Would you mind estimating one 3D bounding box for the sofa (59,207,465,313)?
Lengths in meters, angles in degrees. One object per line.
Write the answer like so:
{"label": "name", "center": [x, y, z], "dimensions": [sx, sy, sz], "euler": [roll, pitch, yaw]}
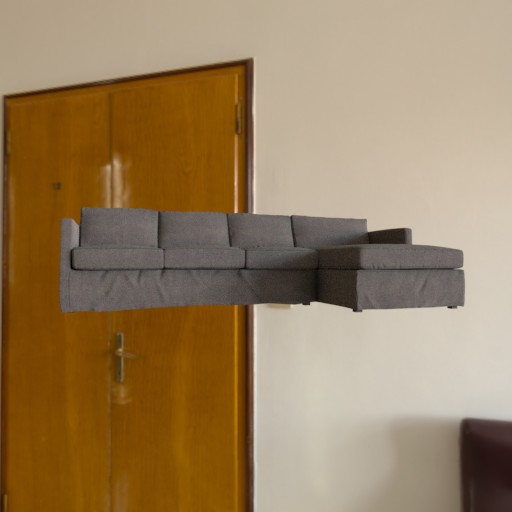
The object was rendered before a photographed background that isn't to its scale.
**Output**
{"label": "sofa", "center": [0.000, 0.000, 3.948], "dimensions": [3.205, 0.922, 1.650], "euler": [0, -1, -17]}
